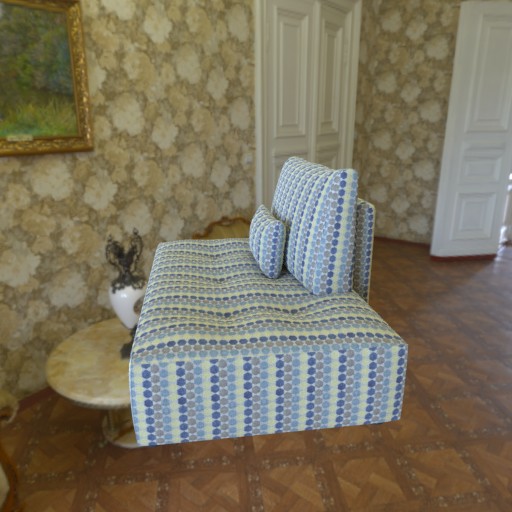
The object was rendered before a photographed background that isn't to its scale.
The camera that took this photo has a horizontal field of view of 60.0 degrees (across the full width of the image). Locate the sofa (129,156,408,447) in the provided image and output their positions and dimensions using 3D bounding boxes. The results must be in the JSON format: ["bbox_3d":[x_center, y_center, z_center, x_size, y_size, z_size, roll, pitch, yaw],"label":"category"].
[{"bbox_3d":[0.000,0.000,2.024,1.000,0.820,1.450,-2,17,-8],"label":"sofa"}]
